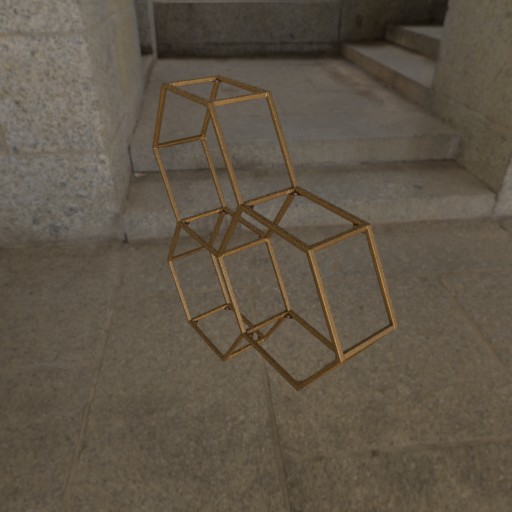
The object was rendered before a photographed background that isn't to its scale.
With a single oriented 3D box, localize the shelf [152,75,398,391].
[{"bbox_3d":[0.000,0.000,1.036,0.150,0.701,0.708,-22,39,-29],"label":"shelf"}]
